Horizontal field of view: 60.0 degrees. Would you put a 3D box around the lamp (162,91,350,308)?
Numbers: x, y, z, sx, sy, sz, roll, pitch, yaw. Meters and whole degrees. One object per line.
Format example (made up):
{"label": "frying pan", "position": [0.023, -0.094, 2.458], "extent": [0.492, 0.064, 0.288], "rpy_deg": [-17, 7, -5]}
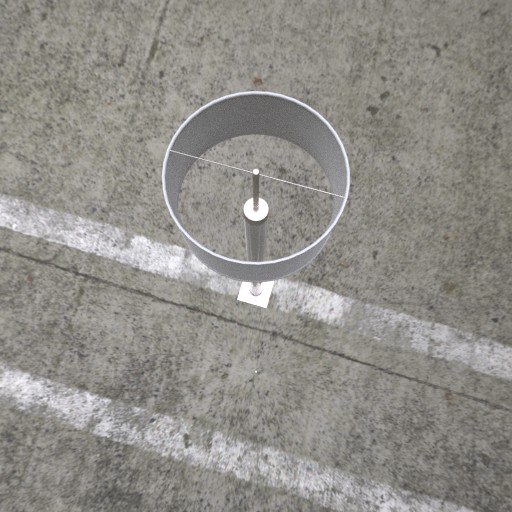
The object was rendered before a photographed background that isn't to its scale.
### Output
{"label": "lamp", "position": [0.000, 0.000, 1.690], "extent": [0.420, 1.475, 0.420], "rpy_deg": [16, 76, 4]}
